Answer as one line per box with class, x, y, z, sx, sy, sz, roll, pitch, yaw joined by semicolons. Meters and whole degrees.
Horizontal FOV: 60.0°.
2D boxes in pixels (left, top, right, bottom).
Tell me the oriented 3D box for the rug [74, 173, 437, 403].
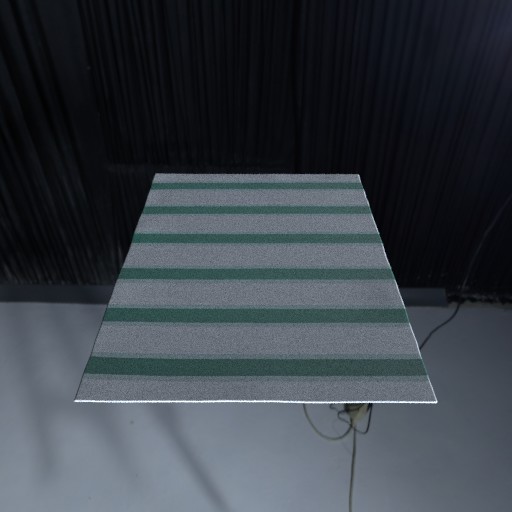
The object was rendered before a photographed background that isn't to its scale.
rug;0.000;0.000;4.119;2.434;0.019;3.041;0;40;0
